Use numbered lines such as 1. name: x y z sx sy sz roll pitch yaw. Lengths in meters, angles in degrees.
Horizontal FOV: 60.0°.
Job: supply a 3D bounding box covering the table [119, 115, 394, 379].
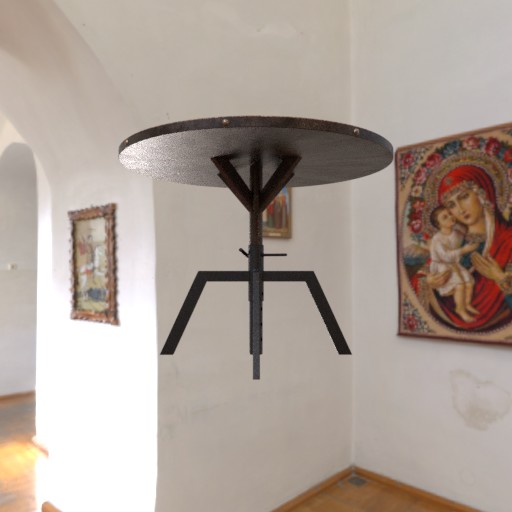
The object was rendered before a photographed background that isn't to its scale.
1. table: 0.000 0.000 1.490 0.885 0.658 0.885 0 -1 0
